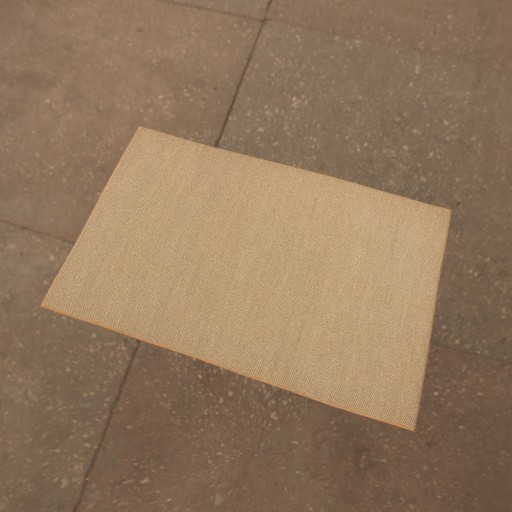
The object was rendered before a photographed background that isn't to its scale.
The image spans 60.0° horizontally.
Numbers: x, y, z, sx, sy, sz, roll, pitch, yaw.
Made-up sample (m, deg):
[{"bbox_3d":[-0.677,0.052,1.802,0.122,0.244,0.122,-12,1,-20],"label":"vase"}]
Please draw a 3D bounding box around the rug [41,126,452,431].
[{"bbox_3d":[0.000,0.000,2.073,1.678,0.013,1.078,17,67,7],"label":"rug"}]
